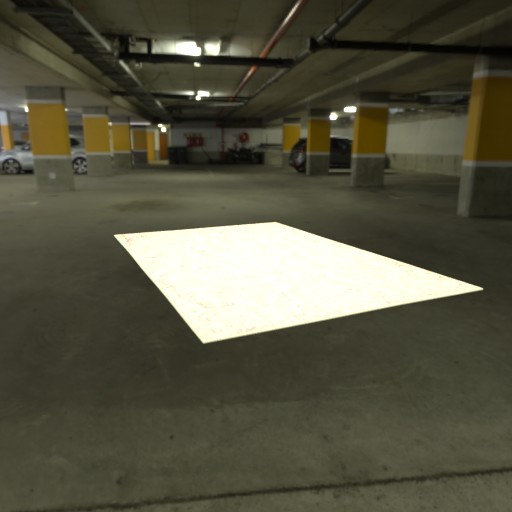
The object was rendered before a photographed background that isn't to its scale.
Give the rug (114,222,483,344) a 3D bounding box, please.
[{"bbox_3d":[0.000,0.000,3.566,1.819,0.018,2.746,-6,15,-24],"label":"rug"}]
